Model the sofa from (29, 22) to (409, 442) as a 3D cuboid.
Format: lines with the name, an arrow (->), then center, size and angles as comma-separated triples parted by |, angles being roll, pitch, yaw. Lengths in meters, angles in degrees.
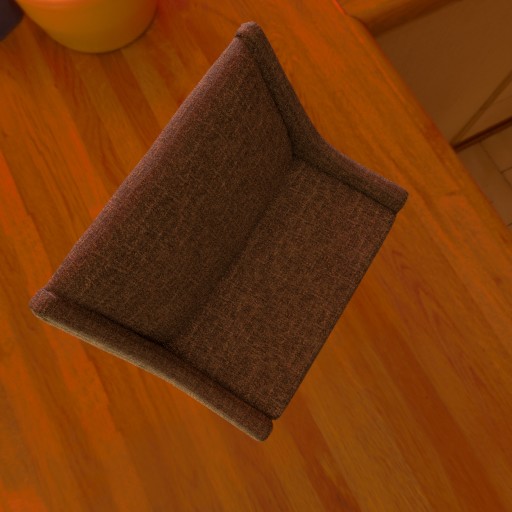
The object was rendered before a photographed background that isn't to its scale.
sofa -> 0.000, 0.000, 1.855 | 0.870, 1.021, 1.242 | 32, 78, 8
